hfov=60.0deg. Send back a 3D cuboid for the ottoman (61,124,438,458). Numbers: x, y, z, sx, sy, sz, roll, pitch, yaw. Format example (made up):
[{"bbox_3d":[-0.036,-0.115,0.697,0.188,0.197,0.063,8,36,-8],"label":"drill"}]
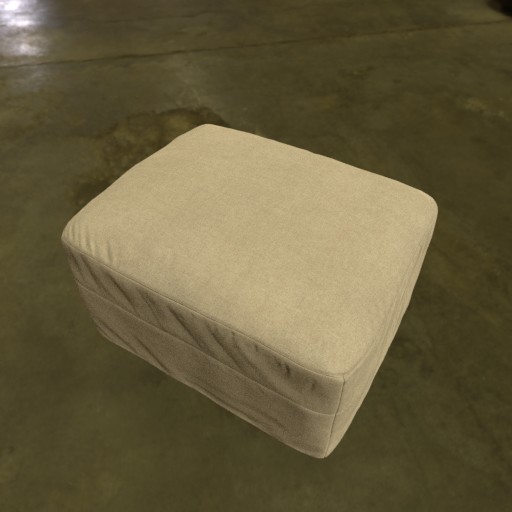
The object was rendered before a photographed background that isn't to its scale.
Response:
[{"bbox_3d":[0.000,0.000,1.259,0.837,0.481,0.683,23,50,21],"label":"ottoman"}]
